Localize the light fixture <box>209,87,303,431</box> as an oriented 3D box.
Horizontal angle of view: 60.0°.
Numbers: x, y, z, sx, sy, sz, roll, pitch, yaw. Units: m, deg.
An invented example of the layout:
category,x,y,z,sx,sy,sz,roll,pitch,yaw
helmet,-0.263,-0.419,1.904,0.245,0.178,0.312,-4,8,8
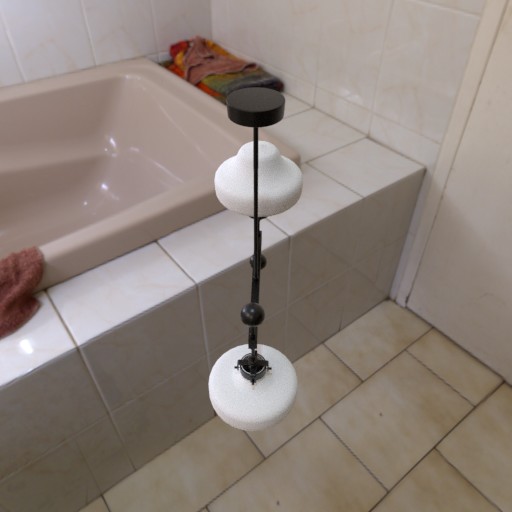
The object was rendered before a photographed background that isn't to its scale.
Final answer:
category,x,y,z,sx,sy,sz,roll,pitch,yaw
light fixture,0.000,0.000,1.023,0.422,0.743,0.489,-25,48,-25
